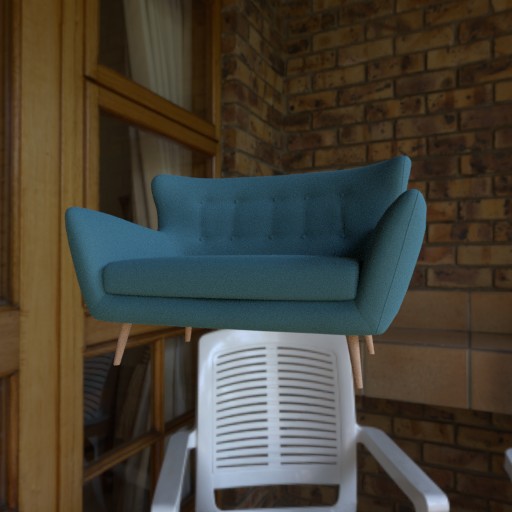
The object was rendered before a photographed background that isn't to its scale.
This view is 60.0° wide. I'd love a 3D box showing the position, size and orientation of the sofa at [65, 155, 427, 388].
[{"bbox_3d":[0.000,0.000,1.962,1.397,0.889,0.889,0,-1,20],"label":"sofa"}]
